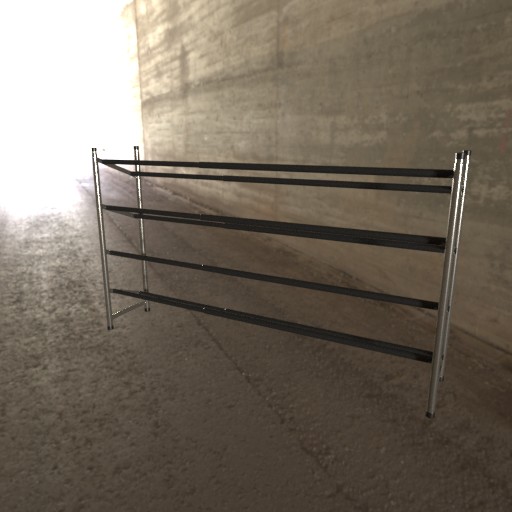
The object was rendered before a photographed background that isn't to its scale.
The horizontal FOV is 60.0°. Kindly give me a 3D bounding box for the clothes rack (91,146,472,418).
[{"bbox_3d":[0.000,0.000,1.421,1.168,0.672,0.229,8,17,27],"label":"clothes rack"}]
